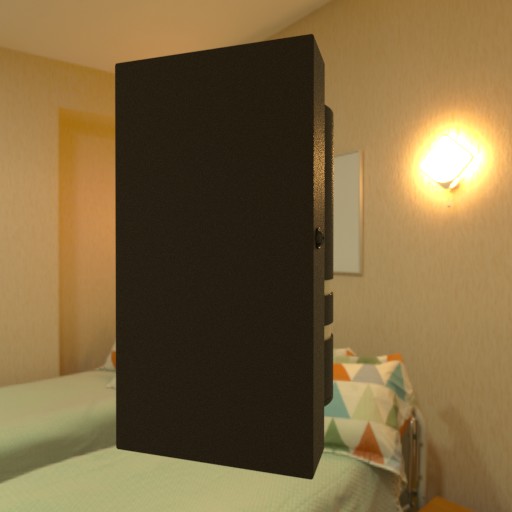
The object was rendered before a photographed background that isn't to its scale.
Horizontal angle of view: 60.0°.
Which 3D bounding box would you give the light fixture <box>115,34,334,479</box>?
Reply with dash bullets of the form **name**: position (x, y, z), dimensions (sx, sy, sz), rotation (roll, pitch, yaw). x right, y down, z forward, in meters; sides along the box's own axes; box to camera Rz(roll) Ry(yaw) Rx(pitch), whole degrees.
- **light fixture**: position (0.000, 0.000, 0.257), dimensions (0.098, 0.179, 0.138), rotation (0, 1, 18)
